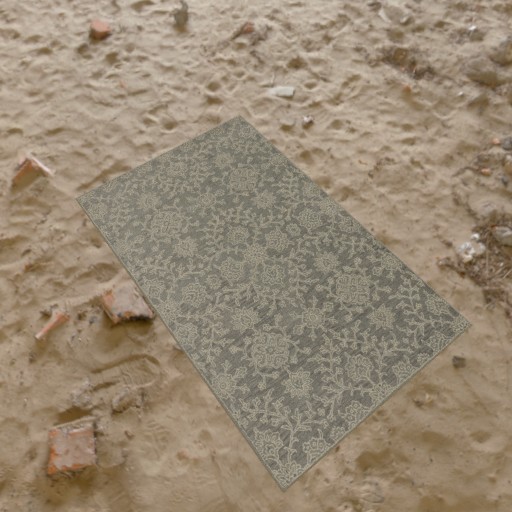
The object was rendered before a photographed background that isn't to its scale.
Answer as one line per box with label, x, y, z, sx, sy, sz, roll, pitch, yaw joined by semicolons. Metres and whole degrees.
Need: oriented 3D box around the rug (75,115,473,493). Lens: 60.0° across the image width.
rug;0.000;0.000;3.011;1.515;0.010;2.430;-33;63;-19
